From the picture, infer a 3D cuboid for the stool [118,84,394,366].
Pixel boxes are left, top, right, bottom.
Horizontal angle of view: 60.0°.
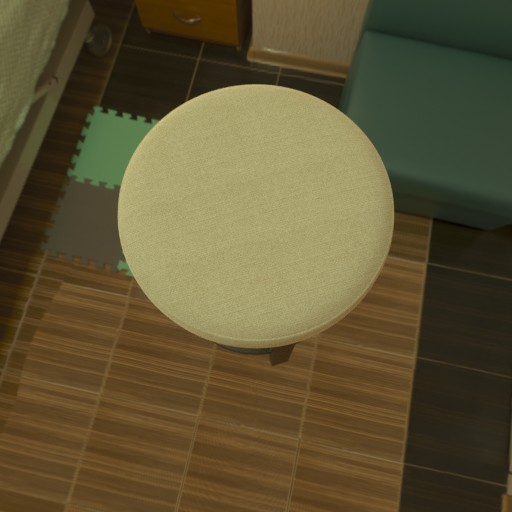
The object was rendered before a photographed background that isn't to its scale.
[{"bbox_3d":[0.000,0.000,0.961,0.449,0.655,0.449,0,74,0],"label":"stool"}]
